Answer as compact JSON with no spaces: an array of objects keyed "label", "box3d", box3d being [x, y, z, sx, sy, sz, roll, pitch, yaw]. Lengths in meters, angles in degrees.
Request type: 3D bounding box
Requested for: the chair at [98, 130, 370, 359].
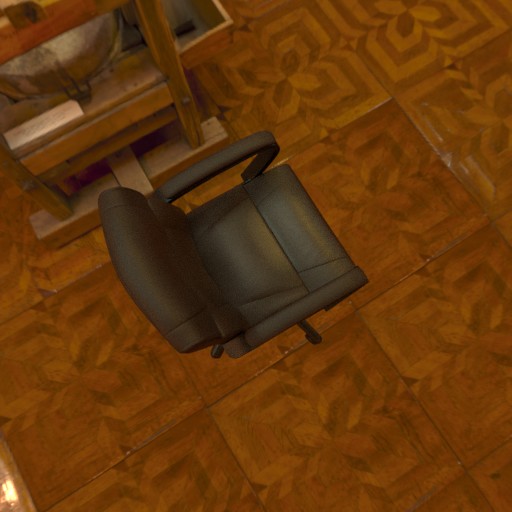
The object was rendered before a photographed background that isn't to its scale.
[{"label":"chair","box3d":[0.000,0.000,1.519,0.717,1.004,0.739,-29,78,-7]}]
